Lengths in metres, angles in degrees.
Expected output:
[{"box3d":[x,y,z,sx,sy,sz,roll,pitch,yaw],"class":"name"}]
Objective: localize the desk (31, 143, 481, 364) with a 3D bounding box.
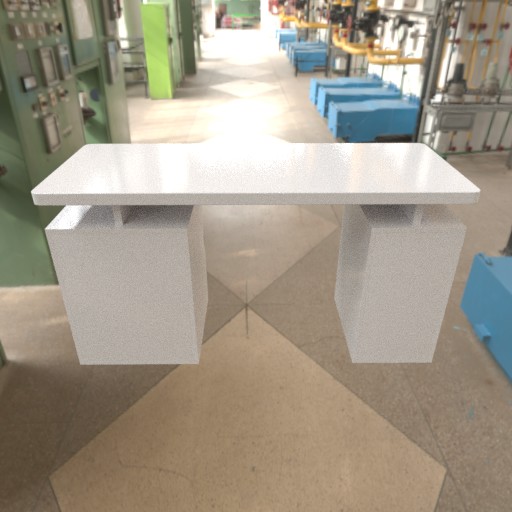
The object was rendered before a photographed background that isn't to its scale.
[{"box3d":[0.000,0.000,1.788,1.400,0.762,0.550,0,30,0],"class":"desk"}]
